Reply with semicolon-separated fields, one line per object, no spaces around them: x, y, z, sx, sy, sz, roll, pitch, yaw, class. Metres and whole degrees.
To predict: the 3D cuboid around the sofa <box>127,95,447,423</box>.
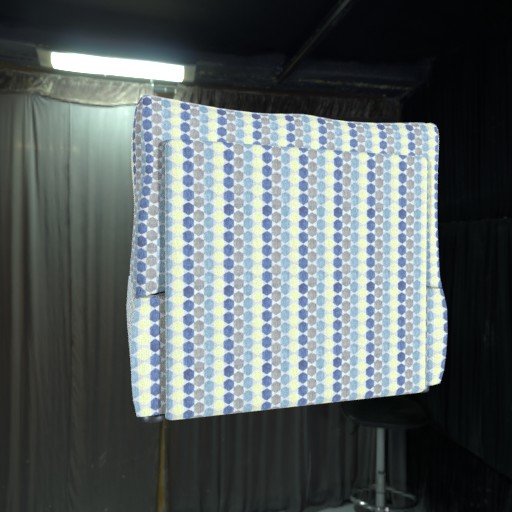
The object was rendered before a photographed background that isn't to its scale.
0.000;0.000;1.668;0.930;0.830;1.000;0;1;-17;sofa
